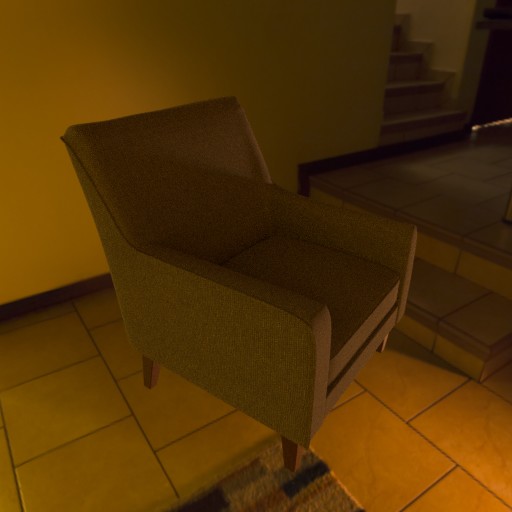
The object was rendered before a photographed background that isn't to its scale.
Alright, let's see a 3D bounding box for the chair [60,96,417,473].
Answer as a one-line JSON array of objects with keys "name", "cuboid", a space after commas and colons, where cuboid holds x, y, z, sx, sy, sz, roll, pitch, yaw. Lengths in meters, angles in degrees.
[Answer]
[{"name": "chair", "cuboid": [0.000, 0.000, 1.552, 0.899, 0.919, 0.780, 19, 33, 31]}]
